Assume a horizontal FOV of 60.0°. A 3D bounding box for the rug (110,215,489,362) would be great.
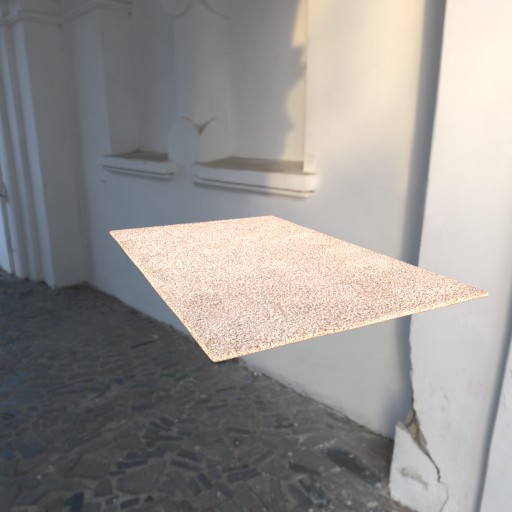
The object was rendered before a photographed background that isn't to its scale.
[{"bbox_3d":[0.000,0.000,3.457,1.778,0.030,2.743,-8,18,-25],"label":"rug"}]
